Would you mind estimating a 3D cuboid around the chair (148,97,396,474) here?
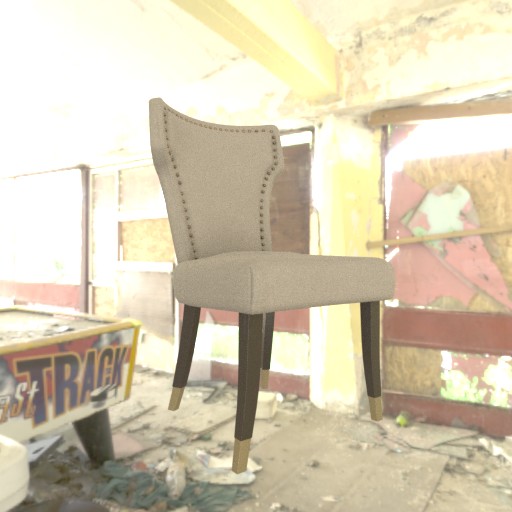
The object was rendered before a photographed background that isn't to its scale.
[{"bbox_3d":[0.000,0.000,1.328,0.526,0.950,0.630,0,1,-38],"label":"chair"}]
